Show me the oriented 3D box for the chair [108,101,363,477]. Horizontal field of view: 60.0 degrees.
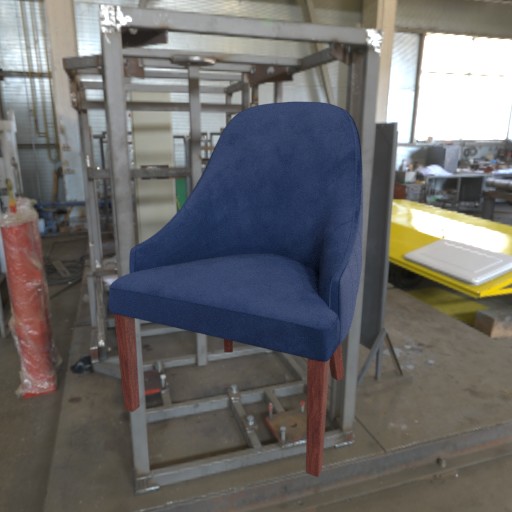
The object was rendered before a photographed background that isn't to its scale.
[{"bbox_3d":[0.000,0.000,1.302,0.643,0.889,0.575,8,17,26],"label":"chair"}]
